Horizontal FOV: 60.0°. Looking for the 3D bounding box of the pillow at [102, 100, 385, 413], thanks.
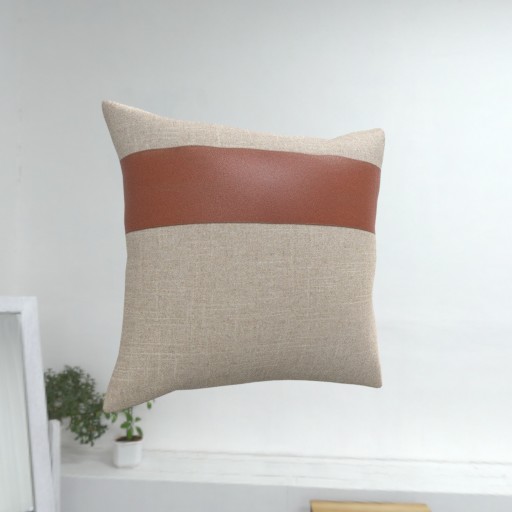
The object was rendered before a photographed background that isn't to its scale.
[{"bbox_3d":[0.000,0.000,0.624,0.414,0.399,0.173,0,-2,-17],"label":"pillow"}]
